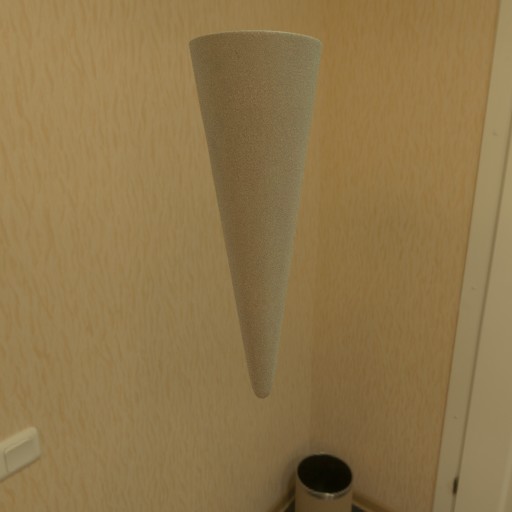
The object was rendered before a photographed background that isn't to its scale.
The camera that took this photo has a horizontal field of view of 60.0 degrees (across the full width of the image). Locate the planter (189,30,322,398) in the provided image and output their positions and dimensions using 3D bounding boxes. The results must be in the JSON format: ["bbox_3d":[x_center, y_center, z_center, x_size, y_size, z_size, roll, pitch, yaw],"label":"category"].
[{"bbox_3d":[0.000,0.000,0.220,0.057,0.191,0.064,2,16,9],"label":"planter"}]
